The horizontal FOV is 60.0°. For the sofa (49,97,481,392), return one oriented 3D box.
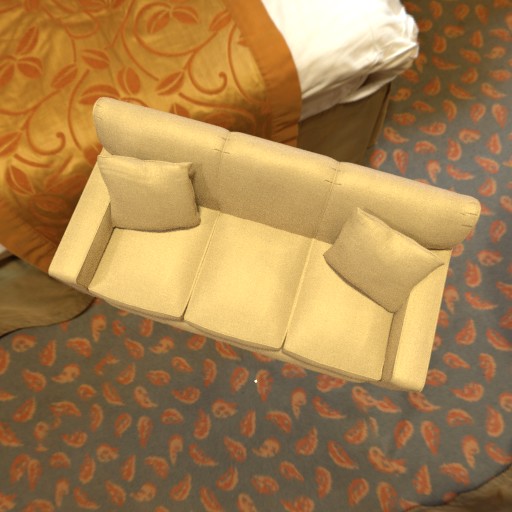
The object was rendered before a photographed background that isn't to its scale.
[{"bbox_3d":[0.000,0.000,2.511,2.024,0.958,0.997,17,75,5],"label":"sofa"}]
